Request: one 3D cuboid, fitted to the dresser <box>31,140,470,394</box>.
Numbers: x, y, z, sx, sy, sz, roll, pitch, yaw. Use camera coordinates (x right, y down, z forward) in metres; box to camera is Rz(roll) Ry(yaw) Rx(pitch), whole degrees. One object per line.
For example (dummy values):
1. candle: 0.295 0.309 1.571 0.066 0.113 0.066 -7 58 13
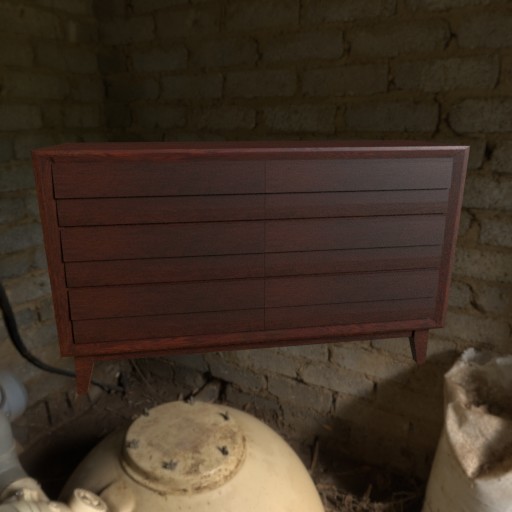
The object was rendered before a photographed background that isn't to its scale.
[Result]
1. dresser: 0.000 0.000 1.984 1.609 0.971 0.499 -3 18 -9
